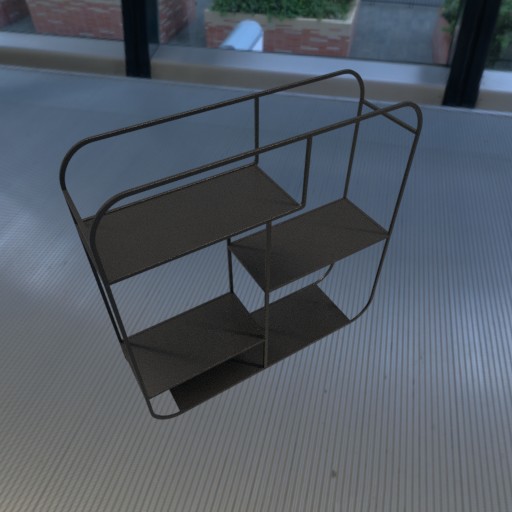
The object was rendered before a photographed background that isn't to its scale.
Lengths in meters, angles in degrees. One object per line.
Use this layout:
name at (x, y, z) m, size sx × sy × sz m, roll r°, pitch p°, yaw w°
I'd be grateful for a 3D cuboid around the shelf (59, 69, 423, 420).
shelf at (0.000, 0.000, 0.902) m, size 0.600 × 0.600 × 0.160 m, roll -23°, pitch 49°, yaw -22°
